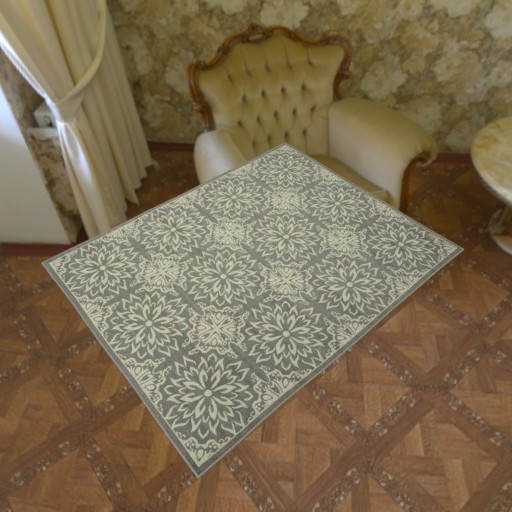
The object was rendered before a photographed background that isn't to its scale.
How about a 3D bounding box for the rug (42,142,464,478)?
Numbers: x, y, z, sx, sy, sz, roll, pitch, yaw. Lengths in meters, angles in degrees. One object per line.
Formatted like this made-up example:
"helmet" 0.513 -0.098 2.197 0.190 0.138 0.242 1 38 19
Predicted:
"rug" 0.000 0.000 3.982 2.980 0.012 2.363 -32 54 -27
